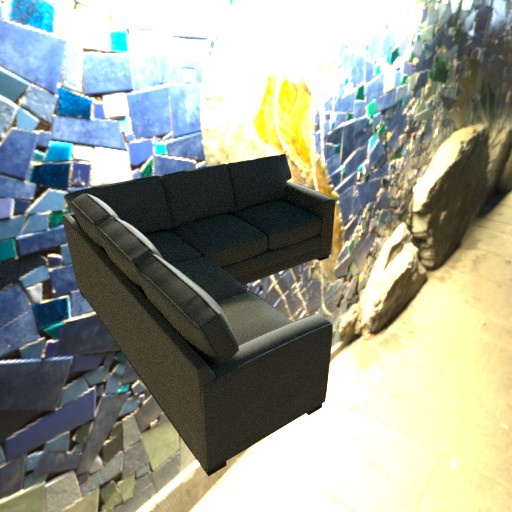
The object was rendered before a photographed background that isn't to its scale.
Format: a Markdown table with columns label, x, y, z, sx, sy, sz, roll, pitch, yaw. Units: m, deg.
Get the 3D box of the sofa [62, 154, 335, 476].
| label | x | y | z | sx | sy | sz | roll | pitch | yaw |
| --- | --- | --- | --- | --- | --- | --- | --- | --- | --- |
| sofa | 0.000 | 0.000 | 3.351 | 2.211 | 0.936 | 2.188 | -19 | 33 | -32 |
